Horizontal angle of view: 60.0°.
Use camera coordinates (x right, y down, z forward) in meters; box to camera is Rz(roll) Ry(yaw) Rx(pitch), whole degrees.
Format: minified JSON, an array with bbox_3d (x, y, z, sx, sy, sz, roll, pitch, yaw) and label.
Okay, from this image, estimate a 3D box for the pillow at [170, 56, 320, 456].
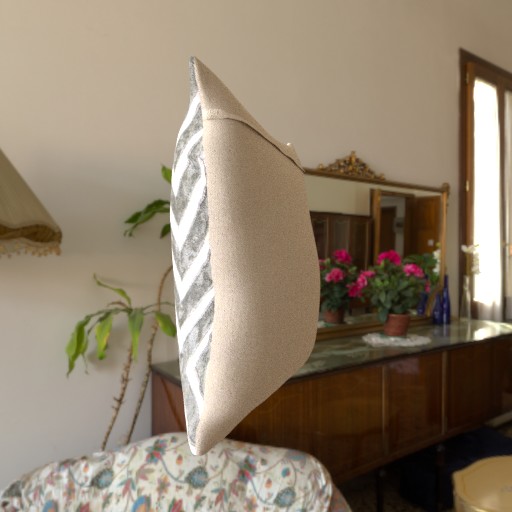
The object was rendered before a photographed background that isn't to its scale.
[{"bbox_3d":[0.000,0.000,0.676,0.182,0.441,0.440,0,0,19],"label":"pillow"}]
